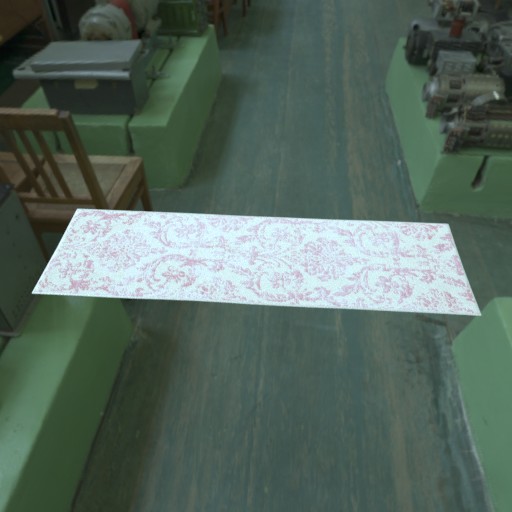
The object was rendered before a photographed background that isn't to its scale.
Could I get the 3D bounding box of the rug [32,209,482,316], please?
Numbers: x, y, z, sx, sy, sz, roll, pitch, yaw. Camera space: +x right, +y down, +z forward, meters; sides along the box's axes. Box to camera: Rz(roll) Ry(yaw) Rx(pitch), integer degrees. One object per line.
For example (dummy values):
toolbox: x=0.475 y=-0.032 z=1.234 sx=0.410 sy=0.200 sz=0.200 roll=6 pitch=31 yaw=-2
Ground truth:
rug: x=0.000 y=0.000 z=2.388 sx=2.196 sy=0.011 sz=0.662 roll=3 pitch=46 yaw=3
